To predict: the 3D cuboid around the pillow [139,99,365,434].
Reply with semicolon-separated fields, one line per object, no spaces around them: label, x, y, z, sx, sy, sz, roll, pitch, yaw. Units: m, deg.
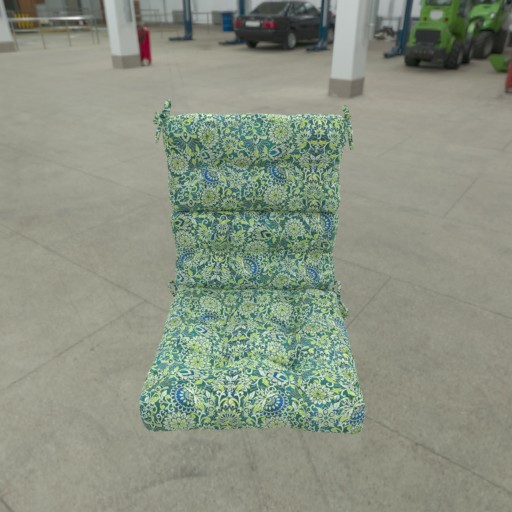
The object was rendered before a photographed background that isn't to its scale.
pillow;0.000;0.000;1.039;0.519;0.605;0.571;1;30;1
